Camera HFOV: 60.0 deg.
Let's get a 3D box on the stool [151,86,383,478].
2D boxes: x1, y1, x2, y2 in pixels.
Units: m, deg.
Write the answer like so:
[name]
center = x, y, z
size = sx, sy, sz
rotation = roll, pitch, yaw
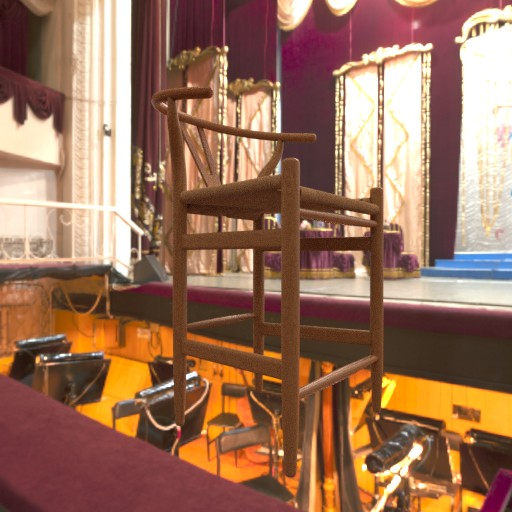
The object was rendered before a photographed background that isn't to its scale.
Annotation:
[stool]
center = 0.000, 0.000, 1.284
size = 0.575, 0.923, 0.536
rotation = 0, 0, 37
